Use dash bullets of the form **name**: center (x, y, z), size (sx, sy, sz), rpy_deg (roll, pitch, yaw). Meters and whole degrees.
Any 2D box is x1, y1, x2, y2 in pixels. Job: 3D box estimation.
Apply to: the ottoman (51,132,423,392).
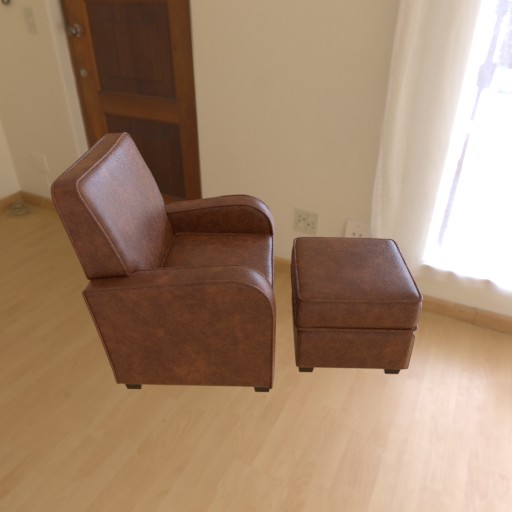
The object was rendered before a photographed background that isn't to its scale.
- **ottoman**: center (0.000, 0.000, 1.878), size (1.314, 0.904, 0.732), rpy_deg (1, 32, 1)
